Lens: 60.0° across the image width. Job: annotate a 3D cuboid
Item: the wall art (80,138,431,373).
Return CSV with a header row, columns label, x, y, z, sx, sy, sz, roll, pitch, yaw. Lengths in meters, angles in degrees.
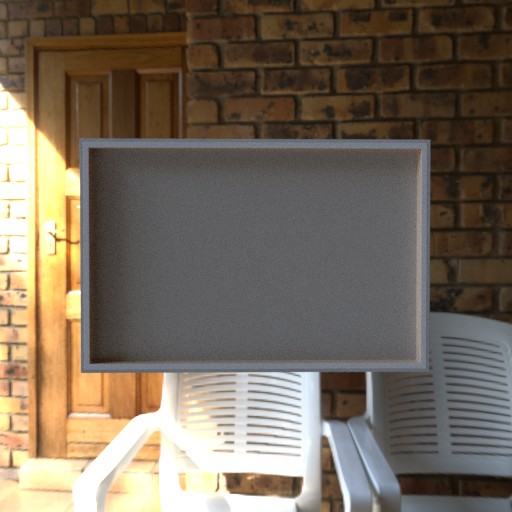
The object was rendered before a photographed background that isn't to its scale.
label,x,y,z,sx,sy,sz,roll,pitch,yaw
wall art,0.000,0.000,1.179,0.915,0.610,0.038,0,1,-1
